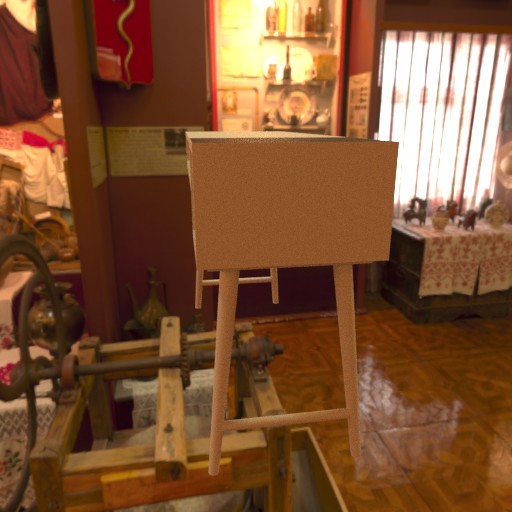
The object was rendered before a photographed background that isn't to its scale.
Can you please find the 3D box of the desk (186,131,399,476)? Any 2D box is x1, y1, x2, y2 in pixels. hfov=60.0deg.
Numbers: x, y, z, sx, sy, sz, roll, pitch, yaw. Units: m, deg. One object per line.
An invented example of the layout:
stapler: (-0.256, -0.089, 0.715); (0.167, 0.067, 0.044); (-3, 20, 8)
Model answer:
desk: (0.000, 0.000, 1.443); (0.409, 0.761, 1.069); (-3, 17, -9)
